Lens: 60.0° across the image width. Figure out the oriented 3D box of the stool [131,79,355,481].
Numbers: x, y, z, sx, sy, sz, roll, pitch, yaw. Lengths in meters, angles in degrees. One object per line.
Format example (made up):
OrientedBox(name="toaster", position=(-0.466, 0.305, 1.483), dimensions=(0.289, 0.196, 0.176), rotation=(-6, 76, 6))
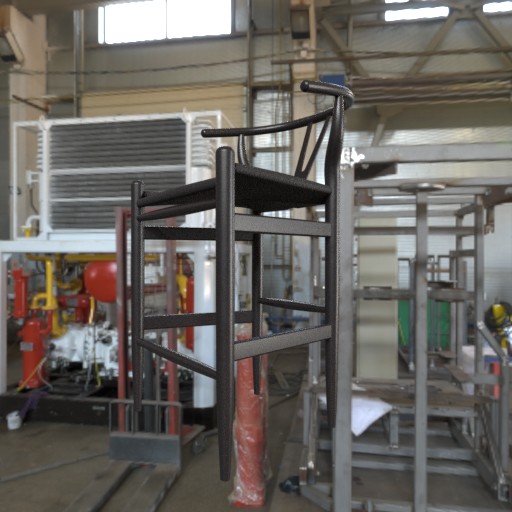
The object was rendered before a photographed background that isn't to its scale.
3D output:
OrientedBox(name="stool", position=(0.000, 0.000, 1.332), dimensions=(0.579, 0.970, 0.569), rotation=(0, 0, -35))
